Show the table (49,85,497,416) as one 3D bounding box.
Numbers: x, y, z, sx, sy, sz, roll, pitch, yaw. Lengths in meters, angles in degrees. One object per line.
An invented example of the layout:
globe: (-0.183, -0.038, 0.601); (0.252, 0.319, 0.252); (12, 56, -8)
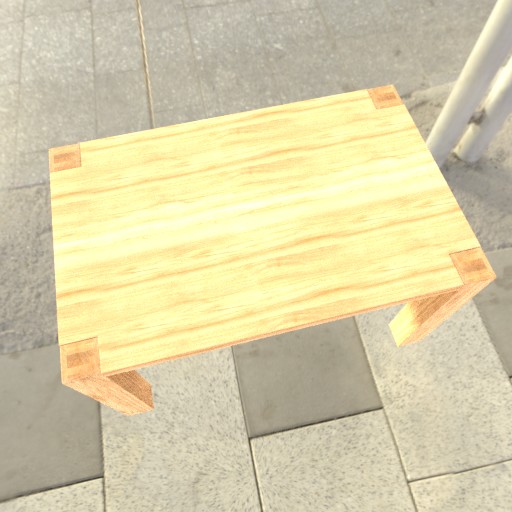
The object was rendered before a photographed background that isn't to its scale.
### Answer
table: (0.000, 0.000, 1.905); (1.400, 0.760, 0.900); (-13, 64, -6)
